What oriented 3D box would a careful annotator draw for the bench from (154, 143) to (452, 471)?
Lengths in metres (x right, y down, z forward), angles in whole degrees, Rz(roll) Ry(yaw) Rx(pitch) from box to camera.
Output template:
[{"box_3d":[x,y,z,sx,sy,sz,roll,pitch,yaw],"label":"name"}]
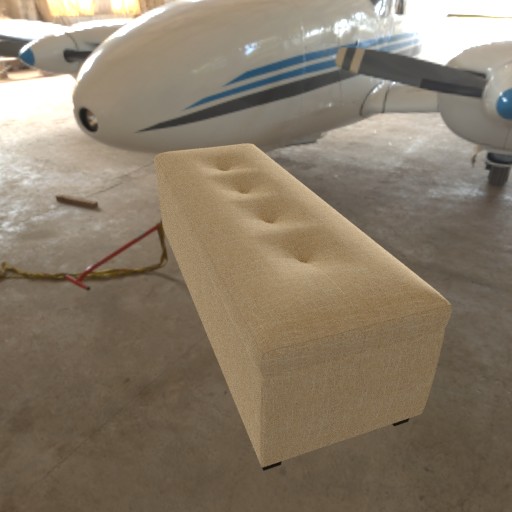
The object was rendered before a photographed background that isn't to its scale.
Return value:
[{"box_3d":[0.000,0.000,1.421,0.432,0.406,1.219,-10,32,-17],"label":"bench"}]
